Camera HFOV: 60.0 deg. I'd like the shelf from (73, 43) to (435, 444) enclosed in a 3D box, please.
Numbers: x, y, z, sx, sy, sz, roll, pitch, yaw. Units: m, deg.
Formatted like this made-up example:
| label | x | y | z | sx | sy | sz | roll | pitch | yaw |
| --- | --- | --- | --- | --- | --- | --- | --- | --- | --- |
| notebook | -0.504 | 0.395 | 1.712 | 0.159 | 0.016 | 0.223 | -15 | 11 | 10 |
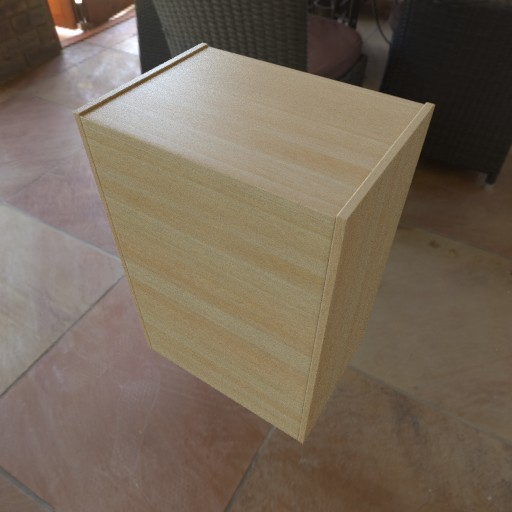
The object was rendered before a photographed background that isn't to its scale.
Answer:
| label | x | y | z | sx | sy | sz | roll | pitch | yaw |
| --- | --- | --- | --- | --- | --- | --- | --- | --- | --- |
| shelf | 0.000 | 0.000 | 0.827 | 0.414 | 0.592 | 0.290 | 25 | 51 | 22 |
